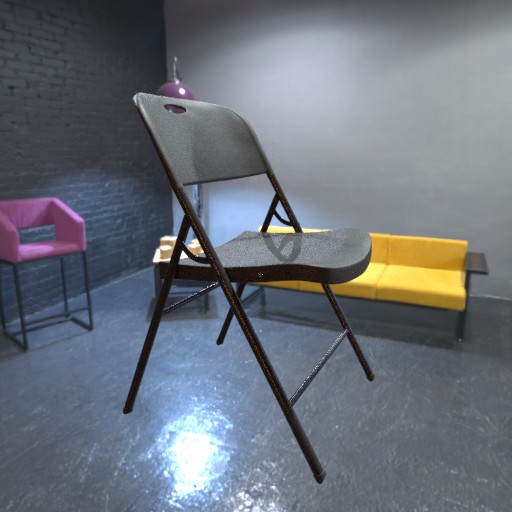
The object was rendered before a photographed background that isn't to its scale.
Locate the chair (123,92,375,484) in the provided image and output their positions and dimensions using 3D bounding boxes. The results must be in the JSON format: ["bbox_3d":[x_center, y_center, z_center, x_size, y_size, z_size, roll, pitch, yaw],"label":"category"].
[{"bbox_3d":[0.000,0.000,1.158,0.566,0.810,0.494,7,16,26],"label":"chair"}]
